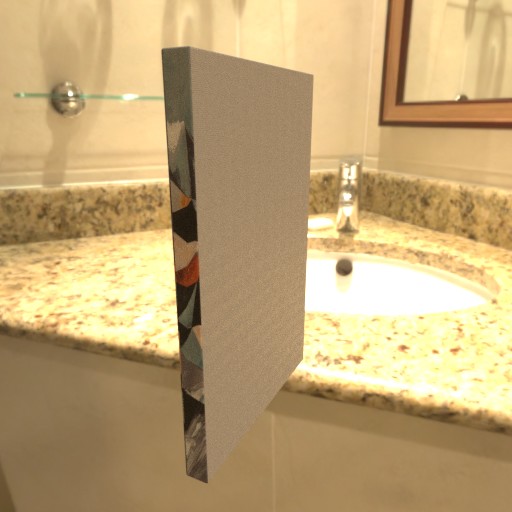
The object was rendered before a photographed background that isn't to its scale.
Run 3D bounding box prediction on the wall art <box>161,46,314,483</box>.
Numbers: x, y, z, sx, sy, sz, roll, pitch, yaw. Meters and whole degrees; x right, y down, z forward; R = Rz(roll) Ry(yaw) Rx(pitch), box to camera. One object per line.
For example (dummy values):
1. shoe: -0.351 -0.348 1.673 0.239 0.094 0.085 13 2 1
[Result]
1. wall art: 0.000 0.000 1.142 0.061 0.911 0.609 9 20 25
